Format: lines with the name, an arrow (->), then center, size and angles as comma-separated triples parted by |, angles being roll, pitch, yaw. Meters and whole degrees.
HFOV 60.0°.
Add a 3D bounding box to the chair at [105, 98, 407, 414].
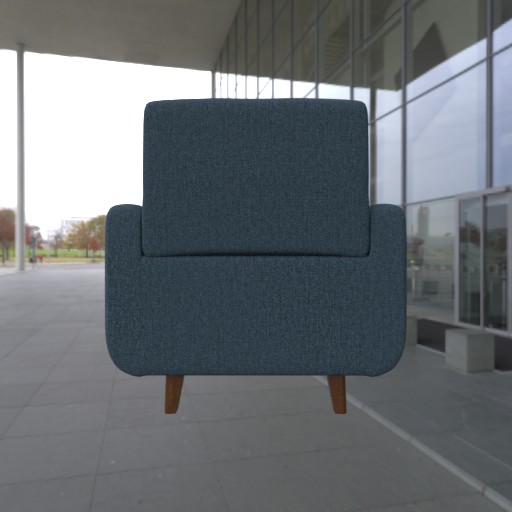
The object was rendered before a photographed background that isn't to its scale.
chair -> 0.000, 0.000, 1.722 | 0.880, 0.940, 0.964 | 0, 0, 0
